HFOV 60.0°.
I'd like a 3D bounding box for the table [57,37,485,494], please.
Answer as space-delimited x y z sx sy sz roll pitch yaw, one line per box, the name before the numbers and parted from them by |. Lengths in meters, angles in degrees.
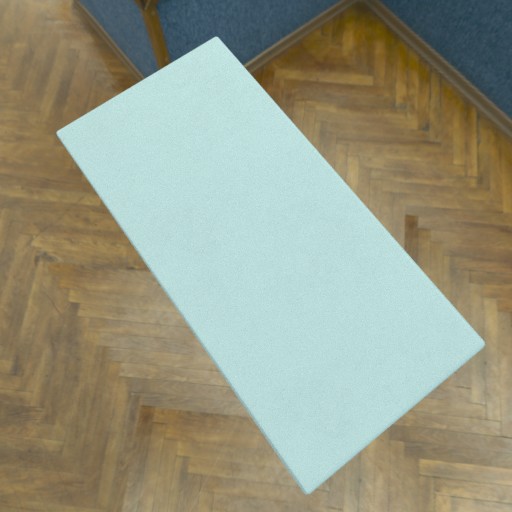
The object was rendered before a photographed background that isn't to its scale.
table | 0.000 0.000 1.420 0.580 0.487 1.171 -35 77 -10
